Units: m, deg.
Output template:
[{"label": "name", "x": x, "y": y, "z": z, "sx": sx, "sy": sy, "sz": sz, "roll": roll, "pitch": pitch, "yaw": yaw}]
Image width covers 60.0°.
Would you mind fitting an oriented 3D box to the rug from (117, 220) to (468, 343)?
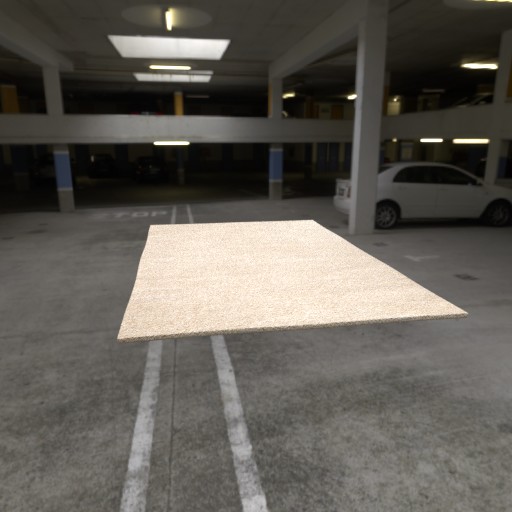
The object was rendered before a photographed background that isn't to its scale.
[{"label": "rug", "x": 0.000, "y": 0.000, "z": 2.956, "sx": 1.500, "sy": 0.025, "sz": 2.346, "roll": -3, "pitch": 15, "yaw": -10}]
